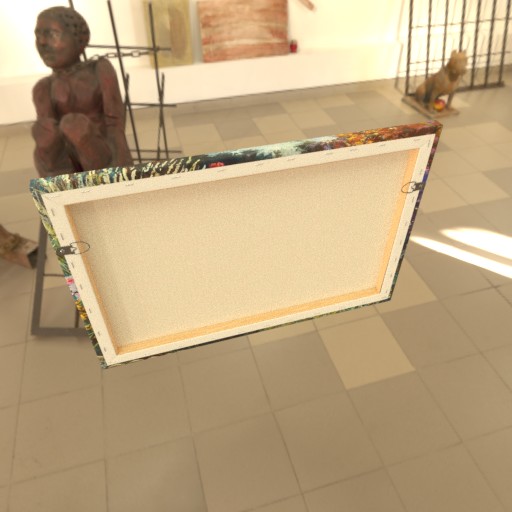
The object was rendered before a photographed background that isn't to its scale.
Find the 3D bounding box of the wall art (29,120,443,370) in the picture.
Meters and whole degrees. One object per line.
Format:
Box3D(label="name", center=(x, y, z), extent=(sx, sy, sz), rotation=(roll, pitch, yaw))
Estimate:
Box3D(label="wall art", center=(0.000, 0.000, 1.440), extent=(1.136, 0.760, 0.042), rotation=(-11, 43, -12))
